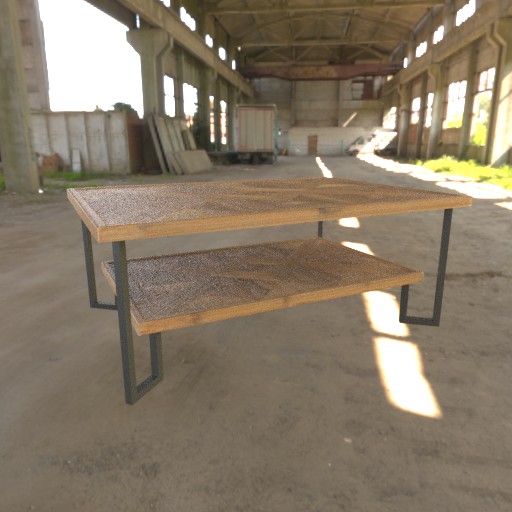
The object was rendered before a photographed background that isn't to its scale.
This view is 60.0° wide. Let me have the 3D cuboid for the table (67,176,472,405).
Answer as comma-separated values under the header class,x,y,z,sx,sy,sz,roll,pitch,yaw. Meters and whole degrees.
class,x,y,z,sx,sy,sz,roll,pitch,yaw
table,0.000,0.000,1.705,1.238,0.492,0.877,-7,17,-26
